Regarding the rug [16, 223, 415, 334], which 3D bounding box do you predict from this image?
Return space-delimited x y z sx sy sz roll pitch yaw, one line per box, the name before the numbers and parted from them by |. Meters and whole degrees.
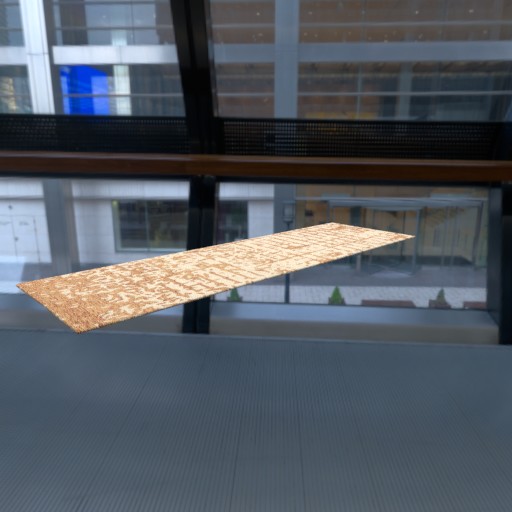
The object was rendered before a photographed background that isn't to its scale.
rug | 0.000 0.000 2.649 2.435 0.011 0.750 -13 19 -41
